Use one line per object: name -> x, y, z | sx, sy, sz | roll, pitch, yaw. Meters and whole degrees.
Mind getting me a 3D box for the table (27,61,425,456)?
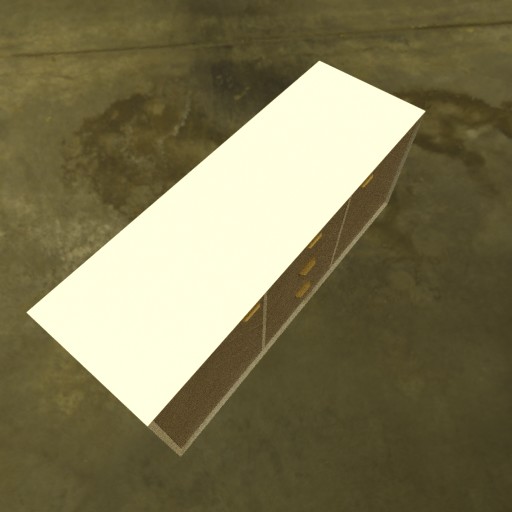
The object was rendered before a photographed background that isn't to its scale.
table -> 0.000, 0.000, 1.840 | 0.508, 0.769, 1.500 | 34, 65, 19
